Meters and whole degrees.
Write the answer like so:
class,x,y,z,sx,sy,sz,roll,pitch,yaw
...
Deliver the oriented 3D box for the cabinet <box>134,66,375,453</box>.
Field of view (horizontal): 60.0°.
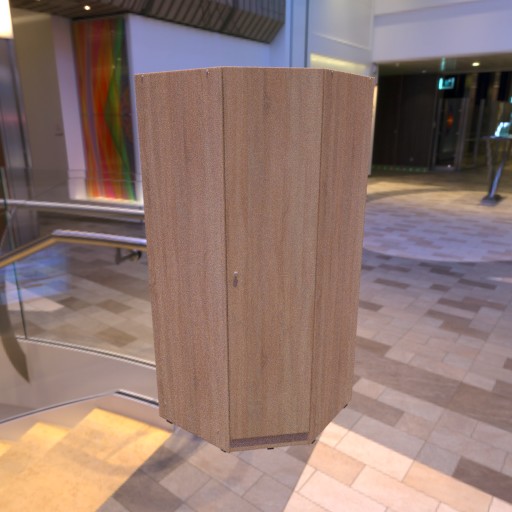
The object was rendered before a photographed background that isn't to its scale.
class,x,y,z,sx,sy,sz,roll,pitch,yaw
cabinet,0.000,0.000,2.835,1.327,2.120,1.094,-2,17,-8
